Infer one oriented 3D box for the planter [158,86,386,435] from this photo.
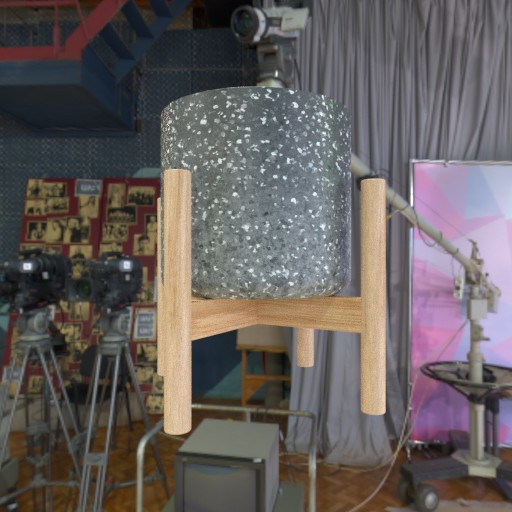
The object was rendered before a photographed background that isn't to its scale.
[{"bbox_3d":[0.000,0.000,0.529,0.284,0.320,0.284,0,0,-37],"label":"planter"}]
